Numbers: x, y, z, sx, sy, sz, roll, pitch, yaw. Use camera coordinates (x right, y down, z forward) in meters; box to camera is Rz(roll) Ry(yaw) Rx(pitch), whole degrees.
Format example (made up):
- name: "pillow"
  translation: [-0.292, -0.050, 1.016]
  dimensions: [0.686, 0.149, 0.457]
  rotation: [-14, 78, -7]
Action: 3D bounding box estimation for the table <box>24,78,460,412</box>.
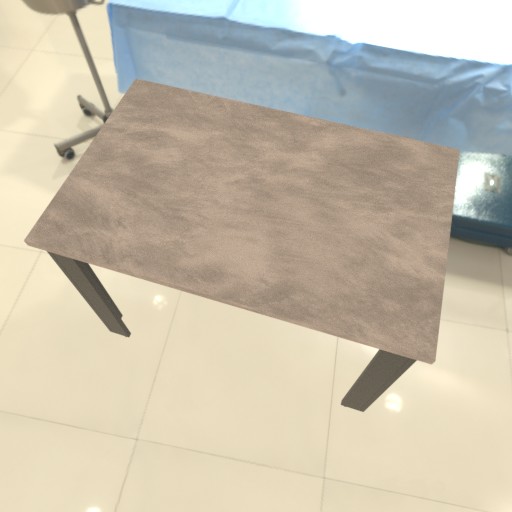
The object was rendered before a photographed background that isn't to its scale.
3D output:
- name: "table"
  translation: [0.000, 0.000, 1.601]
  dimensions: [1.100, 0.734, 0.700]
  rotation: [15, 61, 9]
